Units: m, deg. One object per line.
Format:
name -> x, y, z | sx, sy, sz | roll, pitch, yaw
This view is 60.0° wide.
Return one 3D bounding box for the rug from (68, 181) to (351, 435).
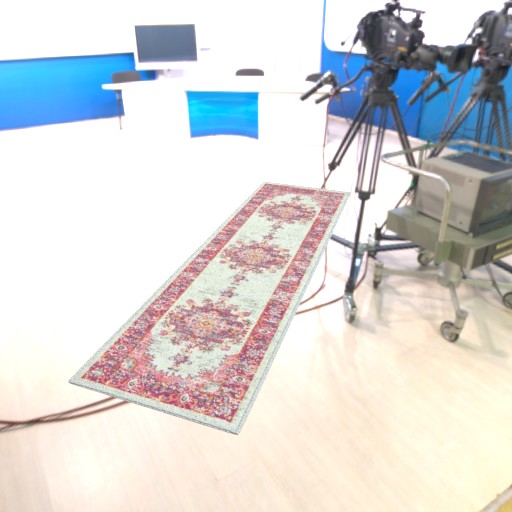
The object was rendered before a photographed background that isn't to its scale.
rug -> 0.000, 0.000, 2.002 | 0.562, 0.009, 1.824 | 10, 32, 17
